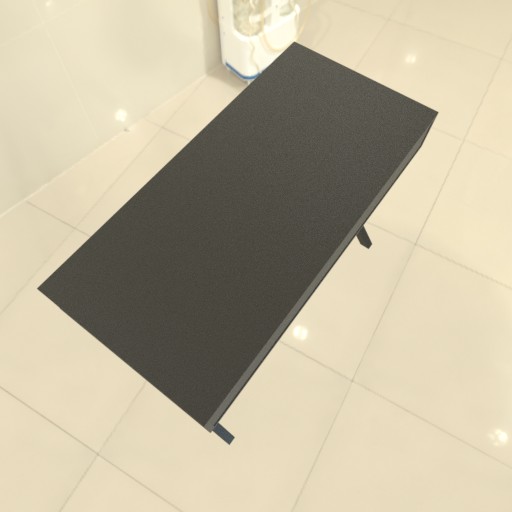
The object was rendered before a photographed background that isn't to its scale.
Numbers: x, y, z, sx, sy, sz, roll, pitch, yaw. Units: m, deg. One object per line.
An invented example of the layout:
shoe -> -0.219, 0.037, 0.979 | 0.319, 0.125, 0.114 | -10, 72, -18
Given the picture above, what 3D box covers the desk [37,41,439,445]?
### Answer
desk -> 0.000, 0.000, 1.504 | 0.525, 0.780, 1.057 | 34, 68, 15
